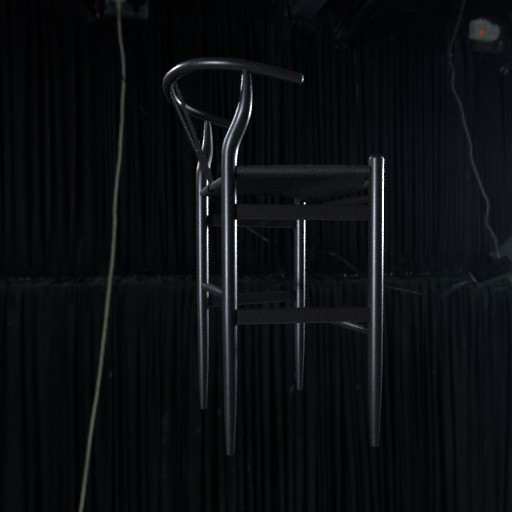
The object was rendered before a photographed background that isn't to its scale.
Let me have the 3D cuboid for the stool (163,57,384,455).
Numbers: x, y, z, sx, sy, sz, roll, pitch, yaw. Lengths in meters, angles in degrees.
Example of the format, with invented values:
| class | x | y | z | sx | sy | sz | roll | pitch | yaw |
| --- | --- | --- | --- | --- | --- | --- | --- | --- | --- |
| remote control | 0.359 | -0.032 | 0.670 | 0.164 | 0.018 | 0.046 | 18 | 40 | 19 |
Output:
| class | x | y | z | sx | sy | sz | roll | pitch | yaw |
| --- | --- | --- | --- | --- | --- | --- | --- | --- | --- |
| stool | 0.000 | 0.000 | 1.417 | 0.579 | 1.072 | 0.569 | 0 | 1 | -18 |
